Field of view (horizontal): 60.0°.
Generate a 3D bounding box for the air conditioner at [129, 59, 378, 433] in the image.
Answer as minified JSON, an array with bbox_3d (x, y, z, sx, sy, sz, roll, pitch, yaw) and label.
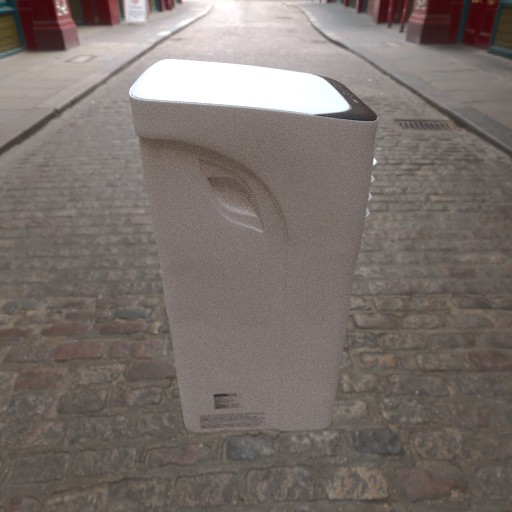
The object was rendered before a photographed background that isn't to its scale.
[{"bbox_3d":[0.000,0.000,0.903,0.369,0.716,0.352,-1,31,-2],"label":"air conditioner"}]
